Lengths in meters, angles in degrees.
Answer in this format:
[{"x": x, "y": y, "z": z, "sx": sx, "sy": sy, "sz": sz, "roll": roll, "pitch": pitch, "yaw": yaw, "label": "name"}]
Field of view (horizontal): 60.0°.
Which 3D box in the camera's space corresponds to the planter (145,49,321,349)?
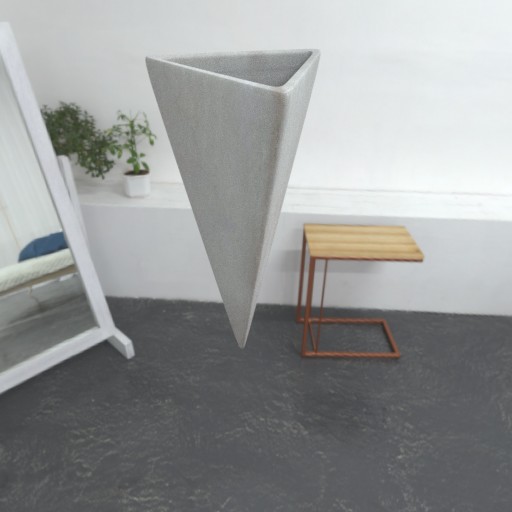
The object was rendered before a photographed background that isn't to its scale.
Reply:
[{"x": 0.000, "y": 0.000, "z": 0.160, "sx": 0.058, "sy": 0.130, "sz": 0.047, "roll": -9, "pitch": 33, "yaw": -15, "label": "planter"}]
